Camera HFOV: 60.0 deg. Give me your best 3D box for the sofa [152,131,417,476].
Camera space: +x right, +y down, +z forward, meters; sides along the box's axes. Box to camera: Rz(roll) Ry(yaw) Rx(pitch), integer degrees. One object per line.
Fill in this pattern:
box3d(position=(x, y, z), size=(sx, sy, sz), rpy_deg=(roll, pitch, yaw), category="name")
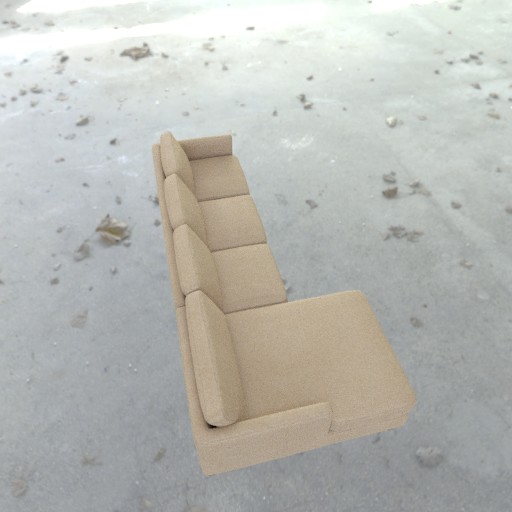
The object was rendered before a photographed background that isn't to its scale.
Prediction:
box3d(position=(0.000, 0.000, 3.865), size=(1.502, 0.876, 3.201), rpy_deg=(-10, 48, -9), category="sofa")
